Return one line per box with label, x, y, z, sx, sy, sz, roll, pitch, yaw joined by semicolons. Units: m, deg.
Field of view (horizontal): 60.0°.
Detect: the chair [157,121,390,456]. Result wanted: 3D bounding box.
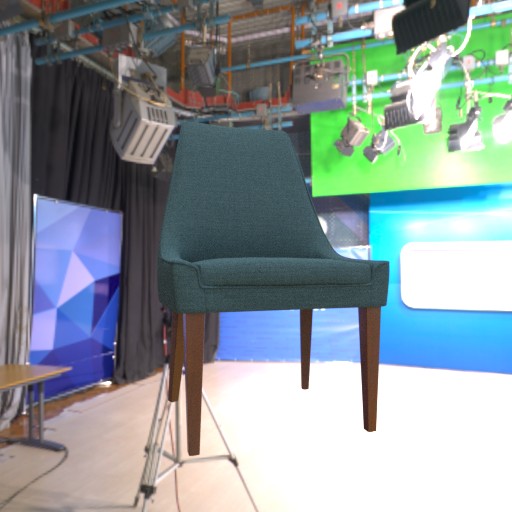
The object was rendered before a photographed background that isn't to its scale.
chair;0.000;0.000;1.238;0.529;0.861;0.544;0;-1;-18
